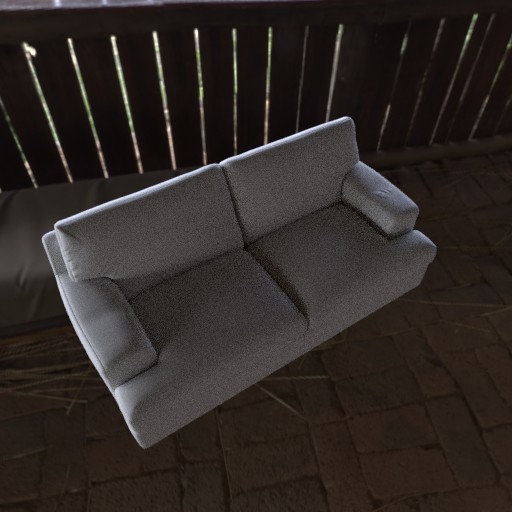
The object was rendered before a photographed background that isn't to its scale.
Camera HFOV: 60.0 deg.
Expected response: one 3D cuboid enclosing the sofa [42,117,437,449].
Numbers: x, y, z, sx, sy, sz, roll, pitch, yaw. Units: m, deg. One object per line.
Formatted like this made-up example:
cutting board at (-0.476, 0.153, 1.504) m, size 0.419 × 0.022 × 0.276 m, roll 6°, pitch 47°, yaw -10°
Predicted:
sofa at (0.000, 0.000, 2.802) m, size 2.261 × 0.940 × 1.143 m, roll -25°, pitch 52°, yaw -22°
